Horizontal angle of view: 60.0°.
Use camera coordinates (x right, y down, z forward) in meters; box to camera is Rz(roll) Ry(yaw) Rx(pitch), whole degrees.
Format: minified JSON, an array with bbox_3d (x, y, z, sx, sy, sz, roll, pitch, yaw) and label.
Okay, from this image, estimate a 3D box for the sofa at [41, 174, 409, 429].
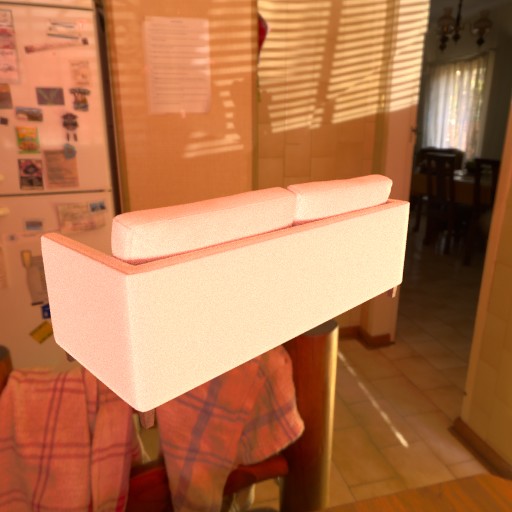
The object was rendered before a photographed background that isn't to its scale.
[{"bbox_3d":[0.000,0.000,2.904,2.361,0.962,0.951,-16,23,-42],"label":"sofa"}]
